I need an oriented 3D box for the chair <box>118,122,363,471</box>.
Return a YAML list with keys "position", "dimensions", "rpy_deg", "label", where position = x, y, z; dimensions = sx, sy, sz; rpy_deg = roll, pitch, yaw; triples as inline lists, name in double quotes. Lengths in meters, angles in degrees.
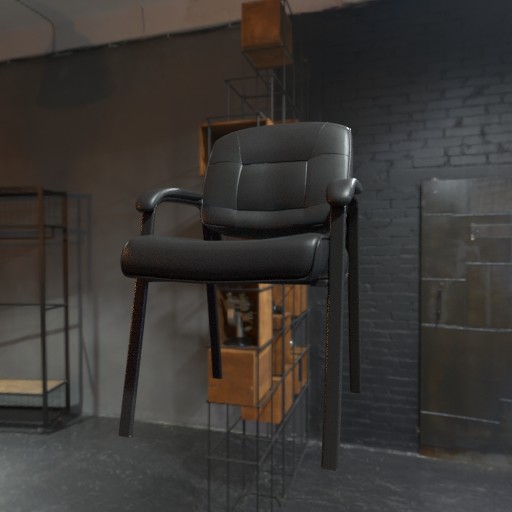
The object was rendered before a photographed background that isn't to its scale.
- position: [0.000, 0.000, 1.279]
  dimensions: [0.591, 0.910, 0.668]
  rpy_deg: [0, 1, 19]
  label: "chair"
